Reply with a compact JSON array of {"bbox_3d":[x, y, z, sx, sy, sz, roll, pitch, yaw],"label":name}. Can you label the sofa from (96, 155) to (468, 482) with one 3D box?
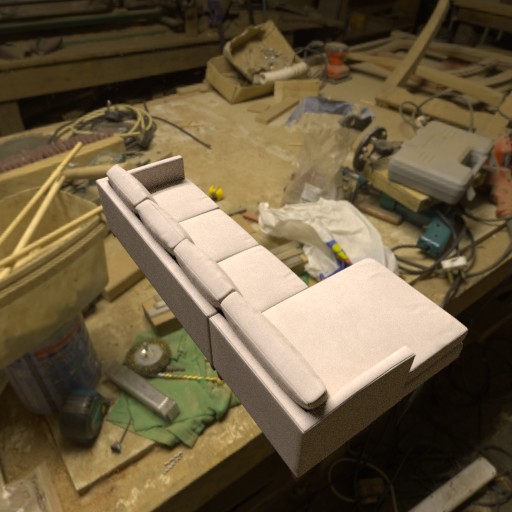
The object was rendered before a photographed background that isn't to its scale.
[{"bbox_3d":[0.000,0.000,3.867,1.625,0.846,3.186,-25,47,-26],"label":"sofa"}]
